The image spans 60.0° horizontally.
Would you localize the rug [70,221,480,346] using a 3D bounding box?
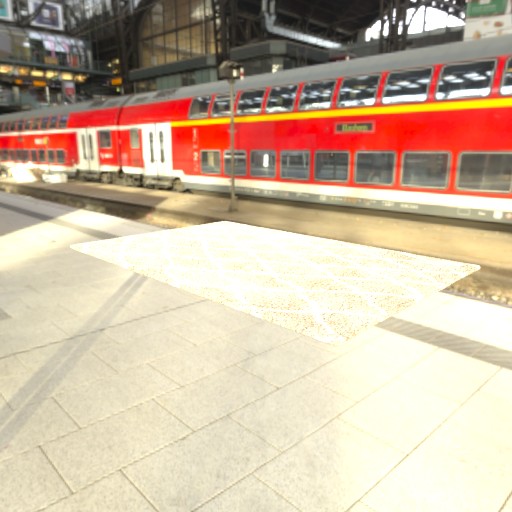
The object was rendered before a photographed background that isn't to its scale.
[{"bbox_3d":[0.000,0.000,3.472,2.743,0.030,1.778,13,19,43],"label":"rug"}]
